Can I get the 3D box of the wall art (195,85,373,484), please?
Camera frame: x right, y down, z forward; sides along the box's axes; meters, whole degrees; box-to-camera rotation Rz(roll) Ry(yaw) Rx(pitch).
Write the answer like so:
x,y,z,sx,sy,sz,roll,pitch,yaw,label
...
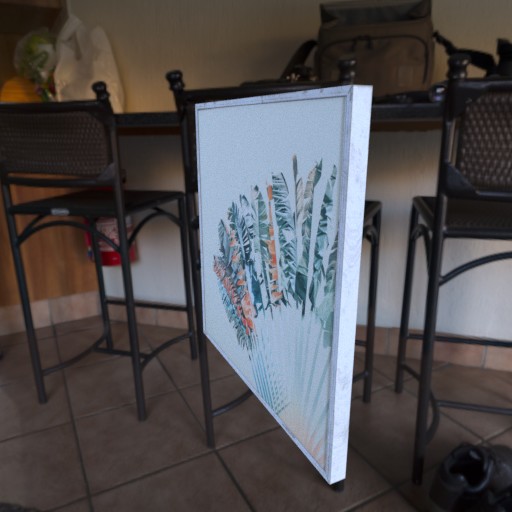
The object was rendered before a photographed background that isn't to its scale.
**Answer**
x,y,z,sx,sy,sz,roll,pitch,yaw,label
0.000,0.000,1.124,0.038,0.757,0.760,-8,18,-25,wall art
